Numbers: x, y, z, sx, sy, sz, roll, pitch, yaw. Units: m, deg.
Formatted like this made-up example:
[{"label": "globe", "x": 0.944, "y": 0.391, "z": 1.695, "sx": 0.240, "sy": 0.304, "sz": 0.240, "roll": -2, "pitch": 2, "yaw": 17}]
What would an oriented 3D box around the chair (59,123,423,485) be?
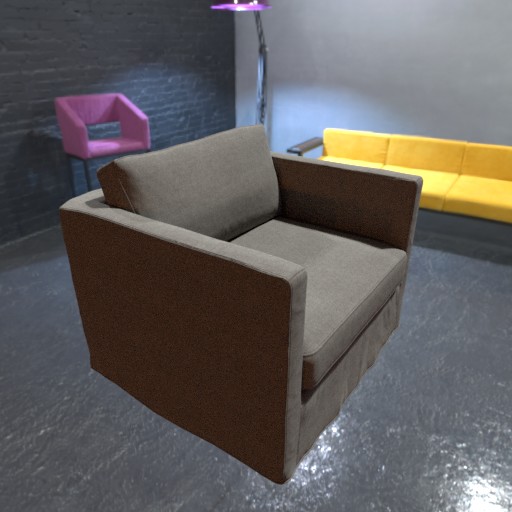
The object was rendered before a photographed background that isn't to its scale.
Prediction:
[{"label": "chair", "x": 0.000, "y": 0.000, "z": 1.734, "sx": 0.949, "sy": 0.863, "sz": 1.057, "roll": 18, "pitch": 31, "yaw": 31}]
